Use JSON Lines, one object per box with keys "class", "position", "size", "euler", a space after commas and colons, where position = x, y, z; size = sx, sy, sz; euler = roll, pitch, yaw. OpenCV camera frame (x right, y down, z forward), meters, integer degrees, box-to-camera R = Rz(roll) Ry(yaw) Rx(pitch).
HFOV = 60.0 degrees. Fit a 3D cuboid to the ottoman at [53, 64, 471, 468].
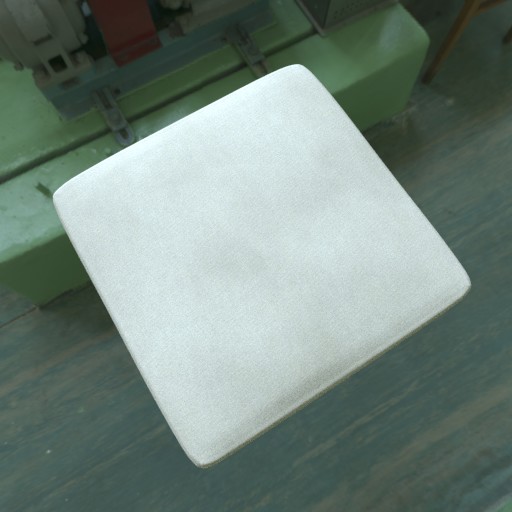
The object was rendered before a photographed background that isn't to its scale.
{"class": "ottoman", "position": [0.000, 0.000, 1.317], "size": [0.843, 0.441, 0.842], "euler": [-31, 76, -8]}
